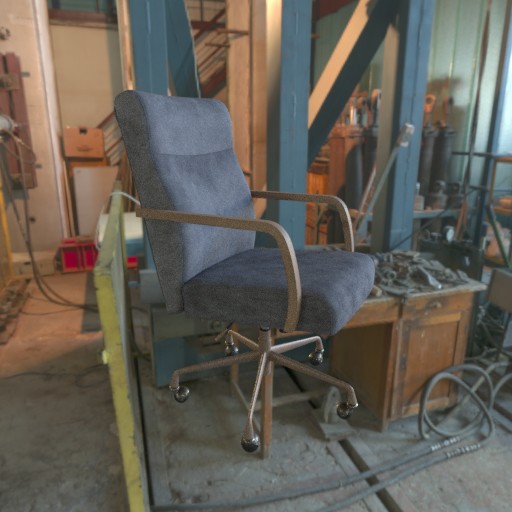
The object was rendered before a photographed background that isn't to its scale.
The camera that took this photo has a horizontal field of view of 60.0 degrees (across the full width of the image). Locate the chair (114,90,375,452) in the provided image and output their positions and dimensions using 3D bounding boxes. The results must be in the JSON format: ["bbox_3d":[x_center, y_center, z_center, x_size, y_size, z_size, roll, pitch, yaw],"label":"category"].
[{"bbox_3d":[0.000,0.000,1.472,0.741,1.029,0.640,8,18,26],"label":"chair"}]
